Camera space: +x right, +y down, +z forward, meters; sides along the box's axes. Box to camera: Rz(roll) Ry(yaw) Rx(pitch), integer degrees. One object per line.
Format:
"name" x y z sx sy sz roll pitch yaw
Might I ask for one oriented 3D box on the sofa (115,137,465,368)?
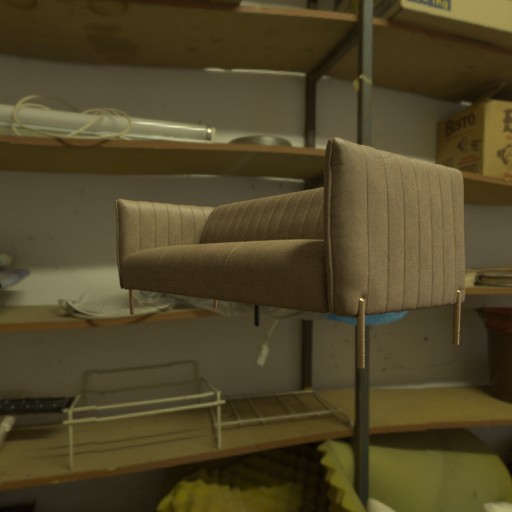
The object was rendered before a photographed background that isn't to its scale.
"sofa" 0.000 0.000 2.443 0.876 0.779 1.980 0 -1 -39
